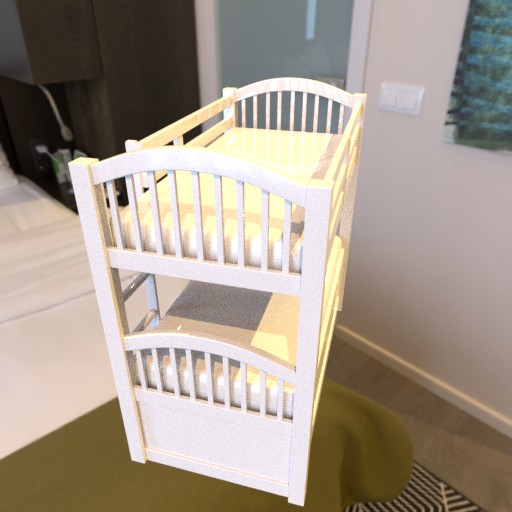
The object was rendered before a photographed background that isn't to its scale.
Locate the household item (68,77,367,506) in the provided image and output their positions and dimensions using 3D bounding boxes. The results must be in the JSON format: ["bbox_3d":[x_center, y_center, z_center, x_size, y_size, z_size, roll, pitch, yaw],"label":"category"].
[{"bbox_3d":[0.000,0.000,3.034,1.143,2.032,2.032,8,30,14],"label":"household item"}]
